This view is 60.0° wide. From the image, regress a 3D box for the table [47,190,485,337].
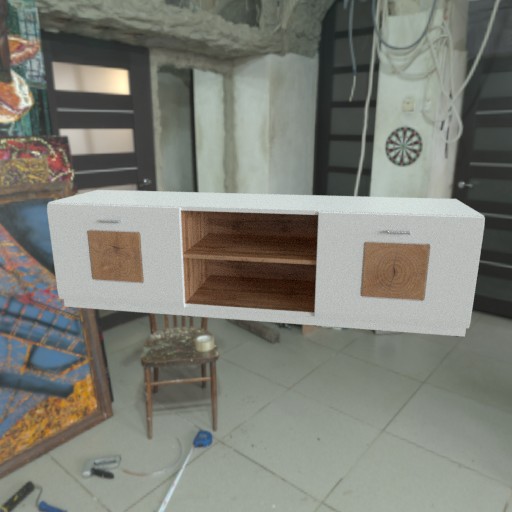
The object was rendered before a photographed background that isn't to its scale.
[{"bbox_3d":[0.000,0.000,1.772,1.550,0.440,0.400,3,16,10],"label":"table"}]
